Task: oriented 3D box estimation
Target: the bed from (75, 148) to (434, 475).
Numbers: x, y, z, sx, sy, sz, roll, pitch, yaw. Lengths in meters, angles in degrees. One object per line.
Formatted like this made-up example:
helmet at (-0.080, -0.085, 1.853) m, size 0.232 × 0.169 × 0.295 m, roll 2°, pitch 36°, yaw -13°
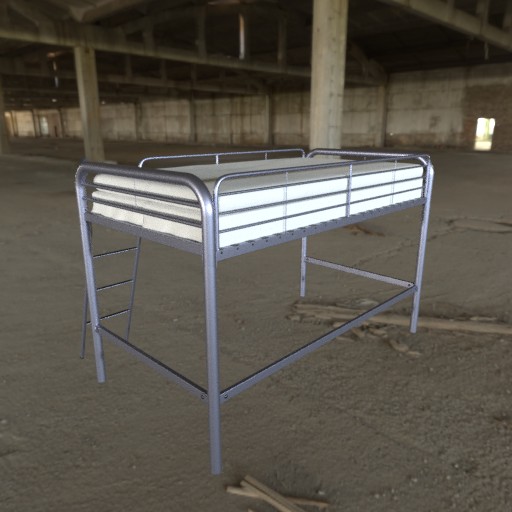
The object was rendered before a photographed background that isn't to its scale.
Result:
bed at (0.000, 0.000, 2.883) m, size 1.415 × 1.288 × 1.965 m, roll 15°, pitch 22°, yaw 42°
